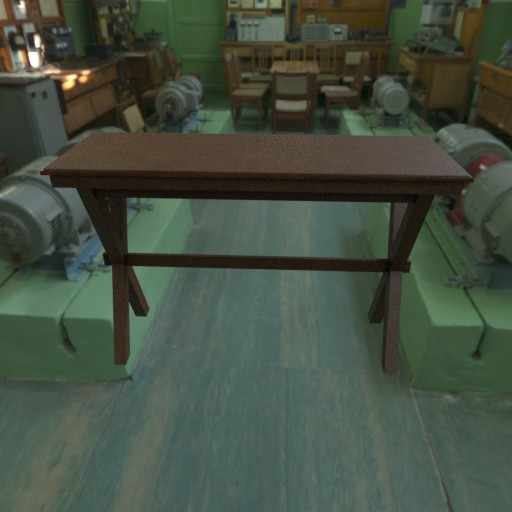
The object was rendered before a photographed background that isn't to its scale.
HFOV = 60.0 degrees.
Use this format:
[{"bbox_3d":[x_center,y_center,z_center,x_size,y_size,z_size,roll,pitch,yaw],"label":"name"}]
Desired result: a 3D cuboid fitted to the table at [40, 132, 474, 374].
[{"bbox_3d":[0.000,0.000,1.581,1.197,0.763,0.399,1,30,2],"label":"table"}]
